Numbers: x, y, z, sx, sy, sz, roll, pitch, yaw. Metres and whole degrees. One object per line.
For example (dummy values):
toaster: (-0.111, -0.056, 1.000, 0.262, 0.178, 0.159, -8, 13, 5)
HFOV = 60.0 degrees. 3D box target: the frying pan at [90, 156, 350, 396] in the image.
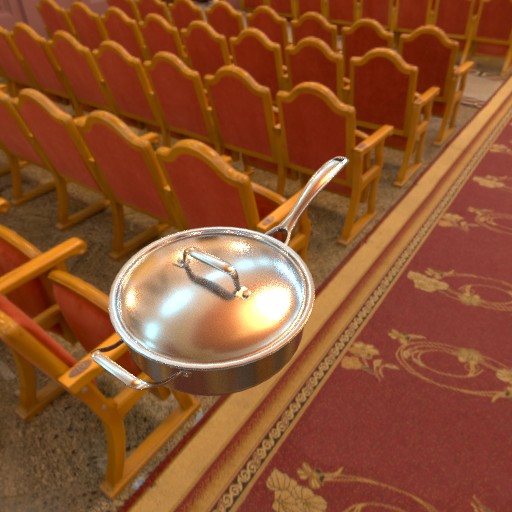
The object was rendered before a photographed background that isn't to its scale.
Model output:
frying pan: (0.000, 0.000, 0.600, 0.245, 0.111, 0.492, 24, 45, 27)
